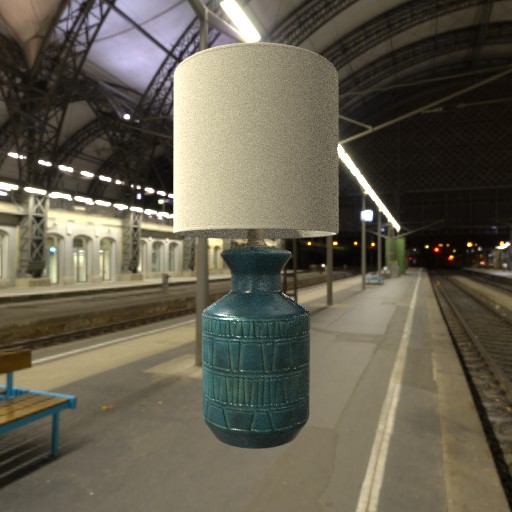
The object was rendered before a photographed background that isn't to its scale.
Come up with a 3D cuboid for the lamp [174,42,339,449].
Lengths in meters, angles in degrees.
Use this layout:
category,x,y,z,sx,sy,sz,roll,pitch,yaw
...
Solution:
category,x,y,z,sx,sy,sz,roll,pitch,yaw
lamp,0.000,0.000,0.577,0.211,0.455,0.211,0,-1,-1
